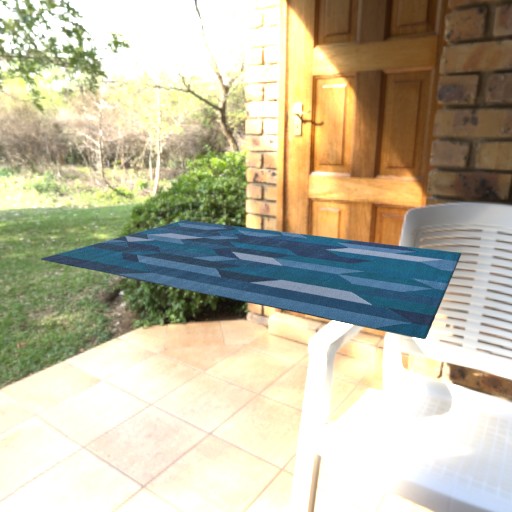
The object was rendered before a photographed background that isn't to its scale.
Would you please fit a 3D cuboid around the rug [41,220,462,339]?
[{"bbox_3d":[0.000,0.000,3.003,2.420,0.005,1.528,9,18,28],"label":"rug"}]
